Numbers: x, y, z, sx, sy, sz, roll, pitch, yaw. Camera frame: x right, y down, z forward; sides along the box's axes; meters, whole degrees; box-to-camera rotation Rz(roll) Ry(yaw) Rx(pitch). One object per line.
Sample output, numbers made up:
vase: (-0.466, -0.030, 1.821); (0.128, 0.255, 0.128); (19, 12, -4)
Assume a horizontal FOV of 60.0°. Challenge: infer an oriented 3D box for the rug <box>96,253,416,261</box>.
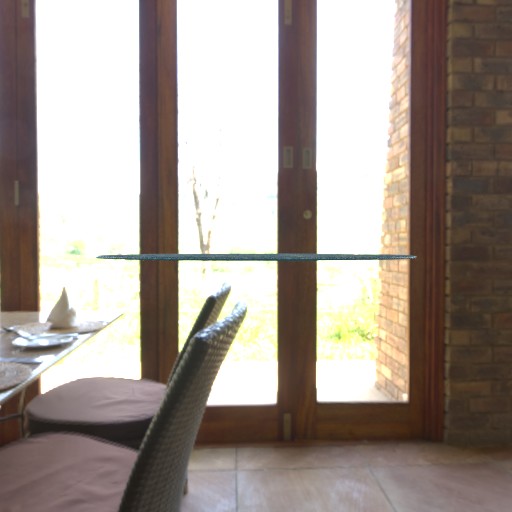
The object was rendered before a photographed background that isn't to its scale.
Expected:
rug: (0.000, 0.000, 2.341); (1.593, 0.012, 1.593); (0, 1, 0)
